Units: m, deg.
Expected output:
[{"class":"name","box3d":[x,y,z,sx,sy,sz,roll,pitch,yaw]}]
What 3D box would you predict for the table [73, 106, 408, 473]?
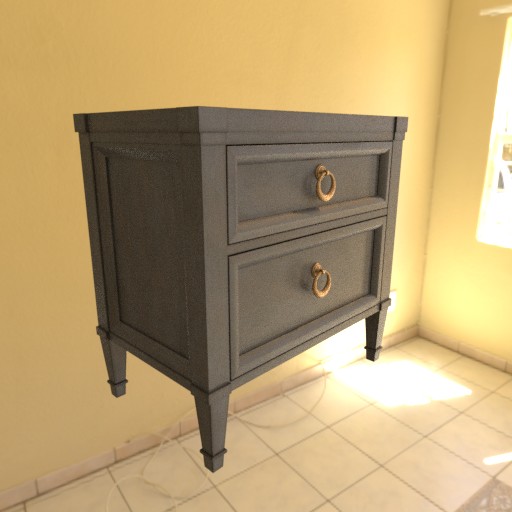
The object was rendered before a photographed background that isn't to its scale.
[{"class":"table","box3d":[0.000,0.000,1.091,0.413,0.660,0.660,15,21,42]}]
